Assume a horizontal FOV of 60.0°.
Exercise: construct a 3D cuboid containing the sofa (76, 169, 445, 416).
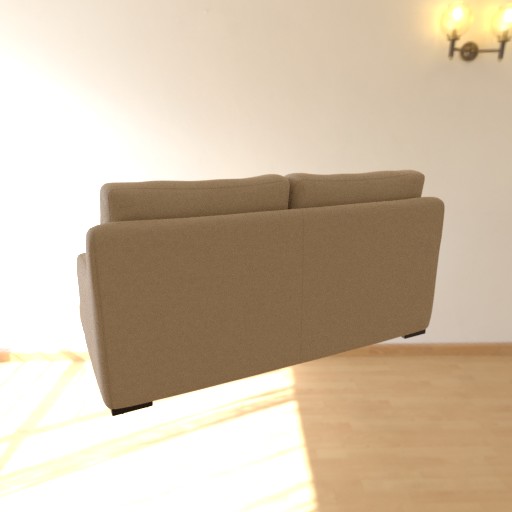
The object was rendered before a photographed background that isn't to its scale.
[{"bbox_3d":[0.000,0.000,2.512,1.885,0.967,0.962,-7,17,-26],"label":"sofa"}]
